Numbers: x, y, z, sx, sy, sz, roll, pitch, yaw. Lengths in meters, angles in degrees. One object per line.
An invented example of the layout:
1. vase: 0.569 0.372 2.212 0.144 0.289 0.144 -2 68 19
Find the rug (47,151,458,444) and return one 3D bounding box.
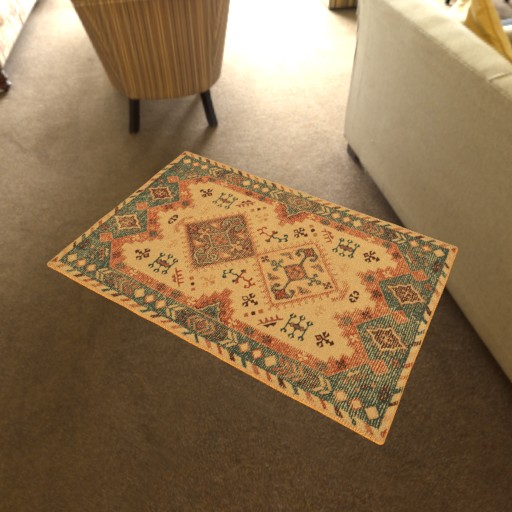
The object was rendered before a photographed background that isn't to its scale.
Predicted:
1. rug: 0.000 0.000 2.362 1.840 0.015 1.225 23 51 20
